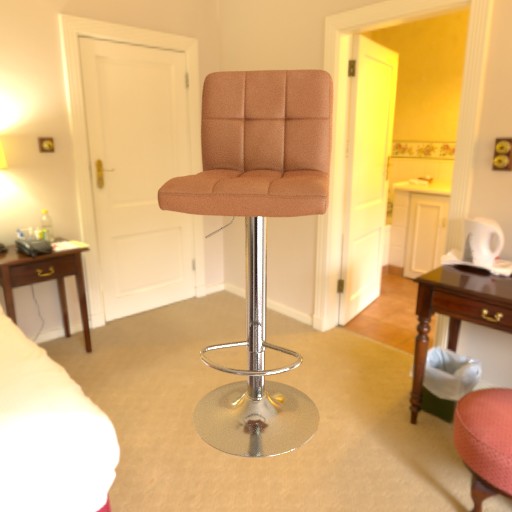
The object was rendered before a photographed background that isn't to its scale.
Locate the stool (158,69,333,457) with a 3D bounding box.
[{"bbox_3d":[0.000,0.000,1.353,0.430,1.115,0.505,2,15,9],"label":"stool"}]
